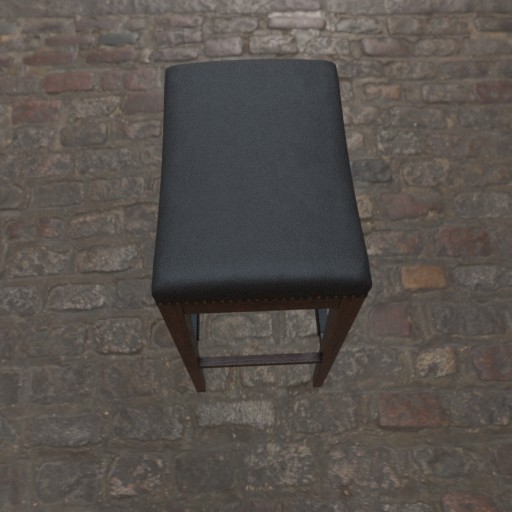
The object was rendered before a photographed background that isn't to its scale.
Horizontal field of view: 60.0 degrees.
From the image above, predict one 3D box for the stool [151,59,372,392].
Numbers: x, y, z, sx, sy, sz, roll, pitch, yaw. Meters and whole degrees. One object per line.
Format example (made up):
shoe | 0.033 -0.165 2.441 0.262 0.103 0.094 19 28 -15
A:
stool | 0.000 0.000 1.049 0.361 0.765 0.500 -2 65 -1
